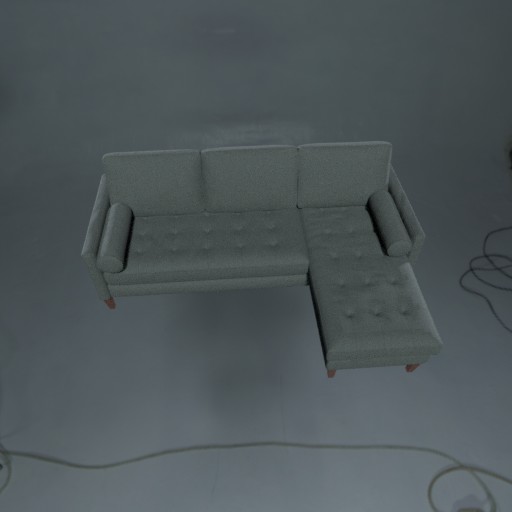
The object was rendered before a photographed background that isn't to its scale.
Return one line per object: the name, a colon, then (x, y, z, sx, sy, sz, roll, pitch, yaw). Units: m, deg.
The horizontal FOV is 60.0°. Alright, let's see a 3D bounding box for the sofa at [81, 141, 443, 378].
sofa: (0.000, 0.000, 2.937, 2.178, 0.876, 1.506, -3, 47, -3)
